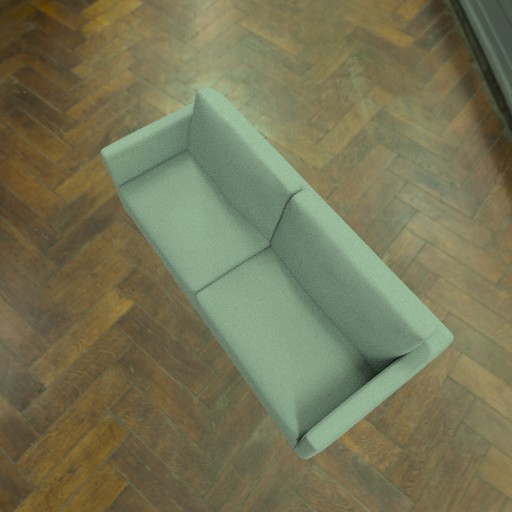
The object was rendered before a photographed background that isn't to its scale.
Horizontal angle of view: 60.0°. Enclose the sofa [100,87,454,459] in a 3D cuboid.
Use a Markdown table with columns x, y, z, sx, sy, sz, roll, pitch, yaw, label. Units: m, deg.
| x | y | z | sx | sy | sz | roll | pitch | yaw | label |
| --- | --- | --- | --- | --- | --- | --- | --- | --- | --- |
| 0.000 | 0.000 | 2.773 | 0.951 | 0.965 | 2.208 | -33 | 67 | -16 | sofa |
